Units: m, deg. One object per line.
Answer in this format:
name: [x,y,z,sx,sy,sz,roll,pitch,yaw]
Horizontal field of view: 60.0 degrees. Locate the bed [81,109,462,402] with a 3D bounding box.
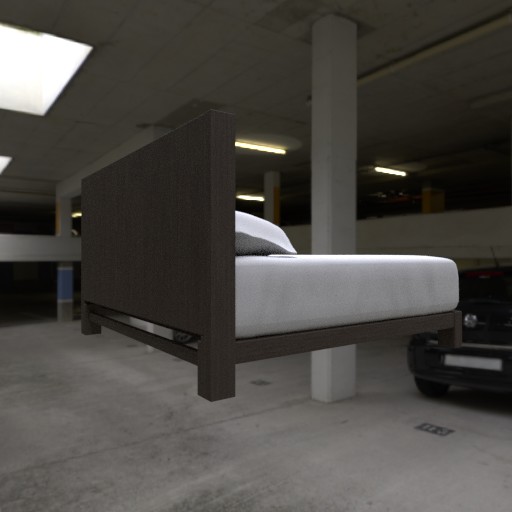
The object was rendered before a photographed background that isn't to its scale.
bed: [0.000,0.000,3.372,2.012,1.270,2.134,0,0,-36]
